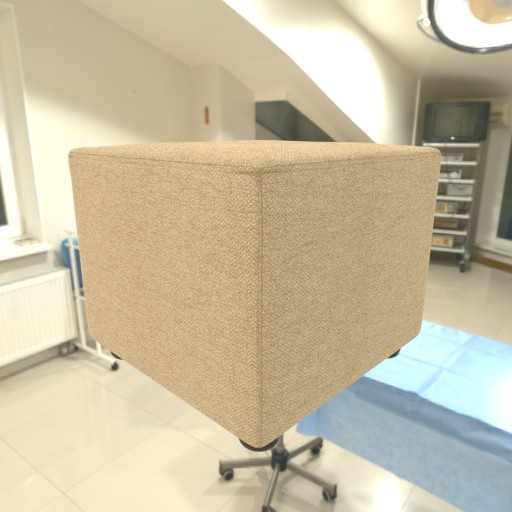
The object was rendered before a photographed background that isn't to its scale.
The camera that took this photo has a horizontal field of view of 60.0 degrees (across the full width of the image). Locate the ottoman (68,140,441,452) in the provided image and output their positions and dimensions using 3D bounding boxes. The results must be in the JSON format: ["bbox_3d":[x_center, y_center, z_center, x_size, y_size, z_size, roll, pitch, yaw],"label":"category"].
[{"bbox_3d":[0.000,0.000,0.869,0.508,0.432,0.508,15,22,42],"label":"ottoman"}]
